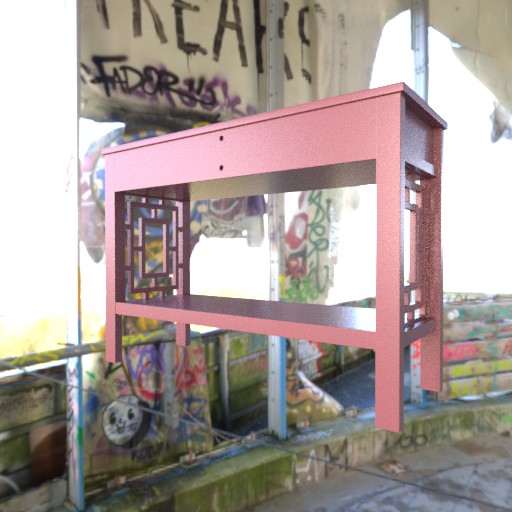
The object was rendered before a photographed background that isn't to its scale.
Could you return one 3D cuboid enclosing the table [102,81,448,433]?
[{"bbox_3d":[0.000,0.000,1.417,1.068,0.753,0.397,1,1,36],"label":"table"}]
